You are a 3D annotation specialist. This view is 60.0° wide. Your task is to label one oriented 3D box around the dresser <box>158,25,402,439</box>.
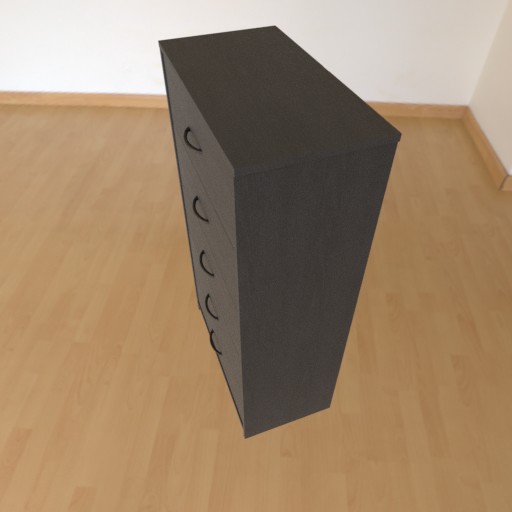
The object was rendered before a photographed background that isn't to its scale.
[{"bbox_3d":[0.000,0.000,1.557,0.399,1.255,0.704,-15,47,-14],"label":"dresser"}]
